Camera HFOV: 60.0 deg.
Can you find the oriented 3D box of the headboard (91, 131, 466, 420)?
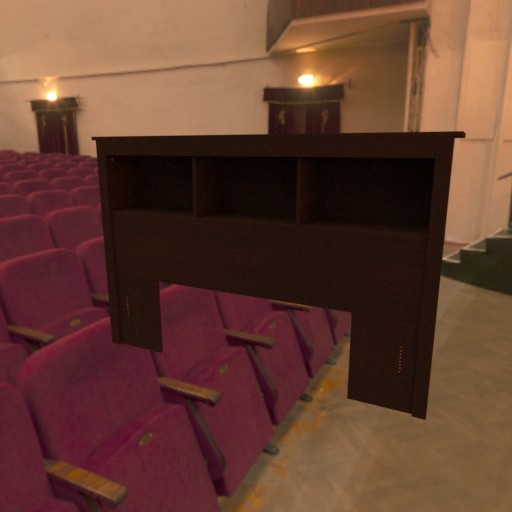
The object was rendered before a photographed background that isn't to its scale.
[{"bbox_3d":[0.000,0.000,2.078,1.671,1.092,0.279,7,15,25],"label":"headboard"}]
